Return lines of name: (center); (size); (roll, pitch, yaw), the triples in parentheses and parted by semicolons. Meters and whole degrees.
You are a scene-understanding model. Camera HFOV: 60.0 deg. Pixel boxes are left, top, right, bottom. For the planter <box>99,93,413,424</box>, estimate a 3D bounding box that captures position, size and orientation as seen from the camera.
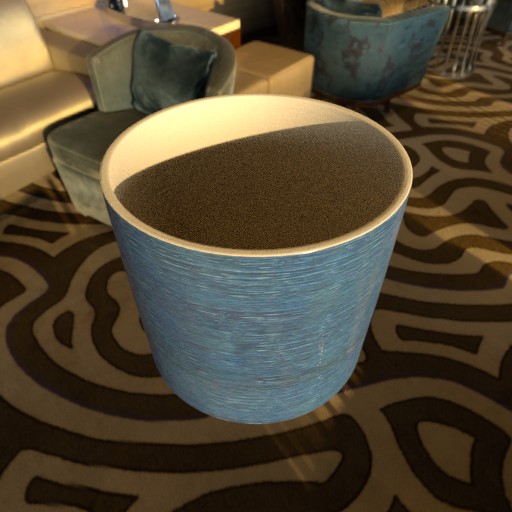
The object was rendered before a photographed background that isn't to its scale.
planter: (0.000, 0.000, 0.391); (0.221, 0.201, 0.221); (0, 42, 0)
